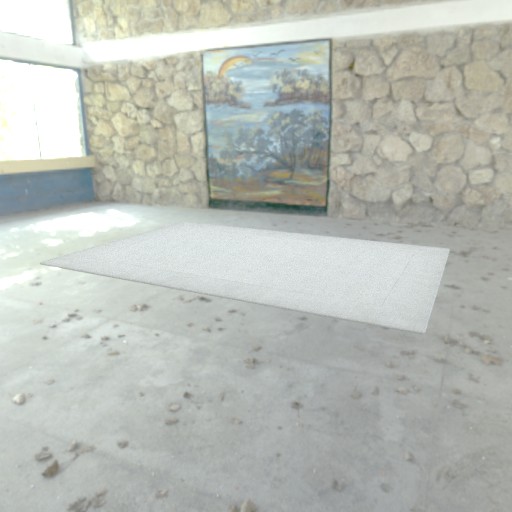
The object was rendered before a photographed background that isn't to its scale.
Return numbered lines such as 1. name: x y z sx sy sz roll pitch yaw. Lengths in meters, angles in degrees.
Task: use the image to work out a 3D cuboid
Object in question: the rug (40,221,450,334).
1. rug: 0.000 0.000 2.357 1.829 0.013 1.219 7 17 25
